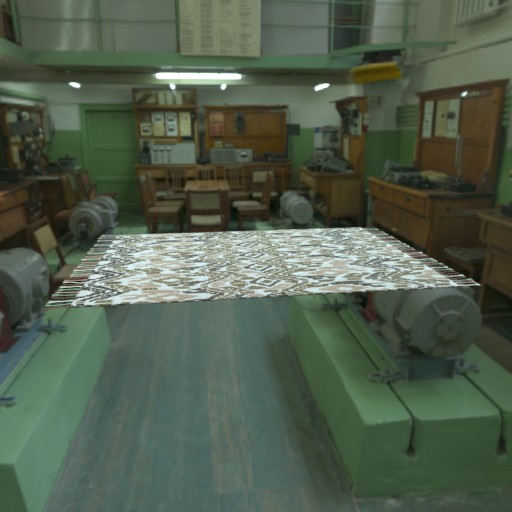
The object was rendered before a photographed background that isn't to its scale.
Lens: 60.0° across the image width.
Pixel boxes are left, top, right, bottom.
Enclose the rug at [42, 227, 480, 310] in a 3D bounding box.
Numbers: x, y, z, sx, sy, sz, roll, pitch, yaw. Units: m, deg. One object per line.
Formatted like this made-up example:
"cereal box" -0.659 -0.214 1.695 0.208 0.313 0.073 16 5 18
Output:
"rug" 0.000 0.000 2.373 1.829 0.008 1.219 -2 16 -8
